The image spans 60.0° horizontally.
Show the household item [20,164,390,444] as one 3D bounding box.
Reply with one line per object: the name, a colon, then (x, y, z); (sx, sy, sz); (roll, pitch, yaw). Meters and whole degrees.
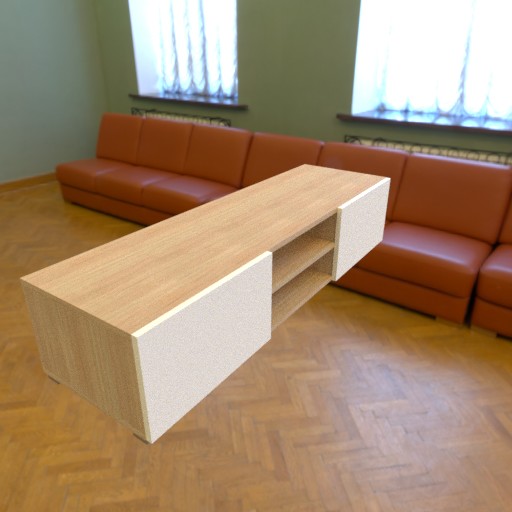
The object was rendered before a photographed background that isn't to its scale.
household item: (0.000, 0.000, 1.552); (0.420, 0.310, 1.400); (17, 30, 31)
